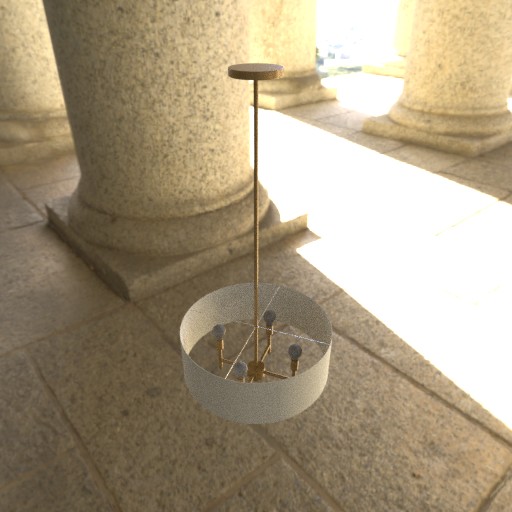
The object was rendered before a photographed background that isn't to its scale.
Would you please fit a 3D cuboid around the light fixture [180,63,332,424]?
[{"bbox_3d":[0.000,0.000,1.347,0.508,1.067,0.508,0,31,0],"label":"light fixture"}]
